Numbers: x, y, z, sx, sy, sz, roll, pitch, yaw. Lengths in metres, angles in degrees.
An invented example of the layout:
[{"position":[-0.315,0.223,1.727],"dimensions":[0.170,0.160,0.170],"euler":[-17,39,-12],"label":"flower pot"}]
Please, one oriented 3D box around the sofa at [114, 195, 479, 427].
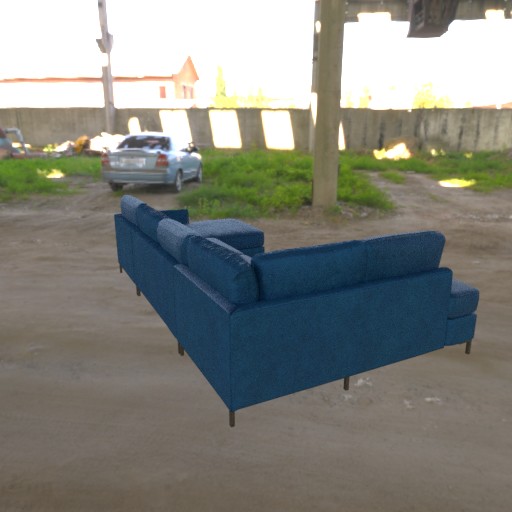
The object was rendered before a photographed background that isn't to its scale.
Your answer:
[{"position":[0.000,0.000,4.318],"dimensions":[2.055,0.992,3.434],"euler":[-8,17,-26],"label":"sofa"}]
